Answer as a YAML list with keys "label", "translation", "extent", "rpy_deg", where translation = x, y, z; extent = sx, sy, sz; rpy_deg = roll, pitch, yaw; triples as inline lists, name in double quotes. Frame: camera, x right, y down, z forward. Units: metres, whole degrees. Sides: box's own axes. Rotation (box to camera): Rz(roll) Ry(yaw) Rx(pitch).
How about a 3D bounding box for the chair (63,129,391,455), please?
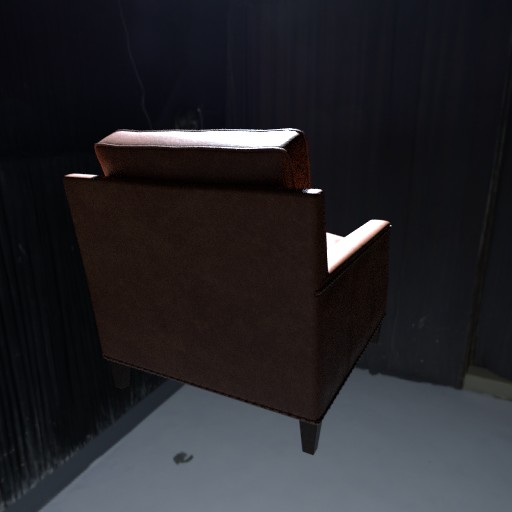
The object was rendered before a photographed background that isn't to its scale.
- label: "chair"
  translation: [0.000, 0.000, 1.713]
  extent: [0.853, 0.943, 1.014]
  rpy_deg: [8, 18, 27]
